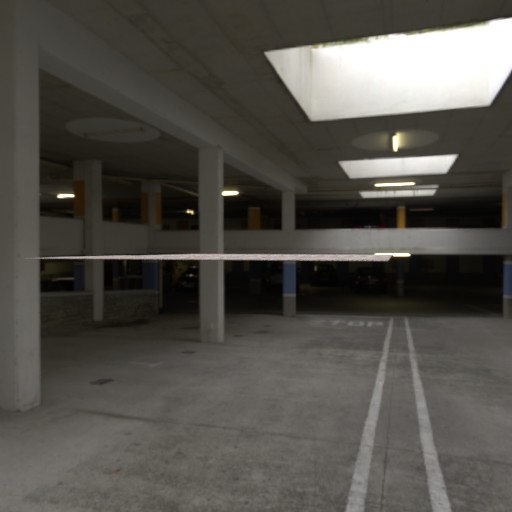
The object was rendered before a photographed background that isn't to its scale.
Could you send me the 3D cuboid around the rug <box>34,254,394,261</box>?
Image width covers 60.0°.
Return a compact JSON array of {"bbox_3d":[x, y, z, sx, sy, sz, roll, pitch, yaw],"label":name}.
[{"bbox_3d":[0.000,0.000,4.018,2.371,0.012,3.000,0,1,18],"label":"rug"}]
